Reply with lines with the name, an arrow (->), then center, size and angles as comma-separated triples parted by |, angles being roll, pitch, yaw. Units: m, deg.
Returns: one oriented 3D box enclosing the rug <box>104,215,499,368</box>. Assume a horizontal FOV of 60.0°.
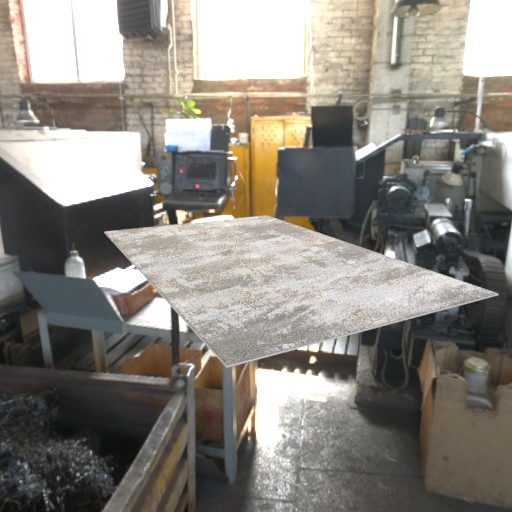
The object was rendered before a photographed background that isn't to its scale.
rug -> 0.000, 0.000, 2.963 | 1.536, 0.012, 2.431 | -8, 18, -27
